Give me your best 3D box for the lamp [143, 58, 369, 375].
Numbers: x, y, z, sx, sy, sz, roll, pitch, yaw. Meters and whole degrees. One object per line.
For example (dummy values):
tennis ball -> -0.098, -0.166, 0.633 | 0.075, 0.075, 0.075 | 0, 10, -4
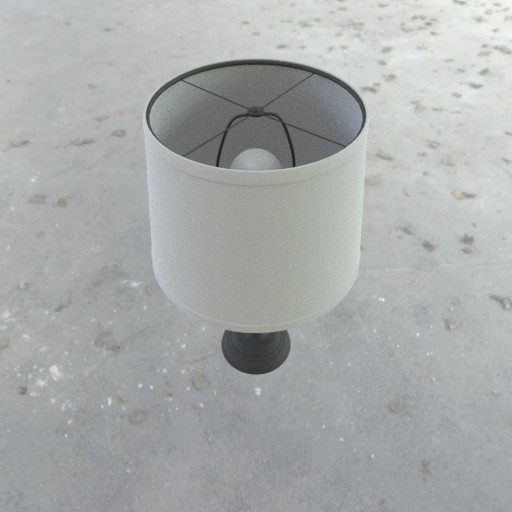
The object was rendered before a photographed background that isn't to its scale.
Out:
lamp -> 0.000, 0.000, 0.685 | 0.310, 0.501, 0.310 | 0, 47, 0
